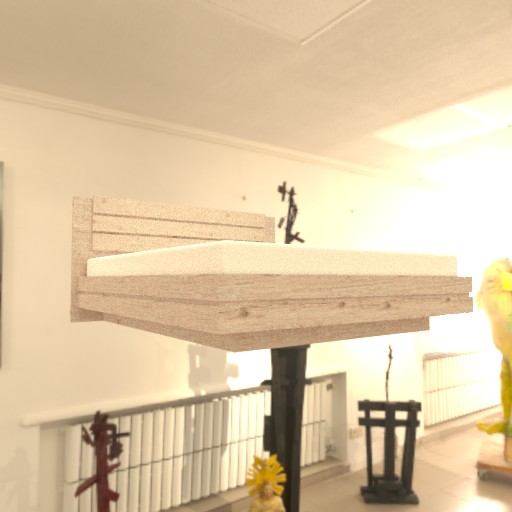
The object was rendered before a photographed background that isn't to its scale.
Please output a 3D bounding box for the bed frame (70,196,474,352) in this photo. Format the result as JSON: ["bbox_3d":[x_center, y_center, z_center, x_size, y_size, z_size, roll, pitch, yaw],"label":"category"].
[{"bbox_3d":[0.000,0.000,3.092,1.950,0.970,2.080,2,-4,-36],"label":"bed frame"}]
